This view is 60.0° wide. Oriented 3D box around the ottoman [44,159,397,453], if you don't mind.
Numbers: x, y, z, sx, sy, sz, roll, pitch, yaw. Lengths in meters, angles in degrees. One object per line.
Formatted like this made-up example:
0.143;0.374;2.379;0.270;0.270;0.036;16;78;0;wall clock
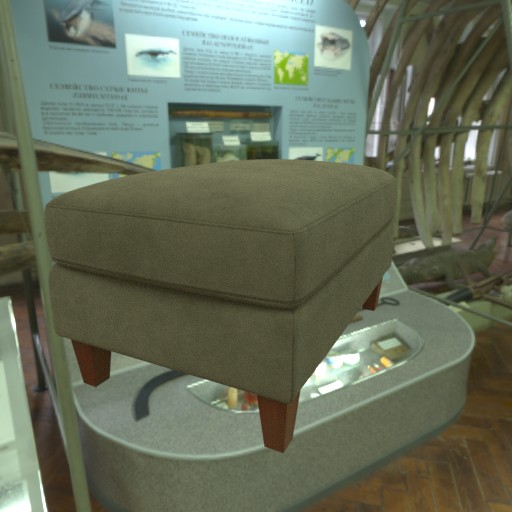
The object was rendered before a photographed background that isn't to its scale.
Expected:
0.000;0.000;1.182;0.584;0.483;0.864;8;18;26;ottoman
